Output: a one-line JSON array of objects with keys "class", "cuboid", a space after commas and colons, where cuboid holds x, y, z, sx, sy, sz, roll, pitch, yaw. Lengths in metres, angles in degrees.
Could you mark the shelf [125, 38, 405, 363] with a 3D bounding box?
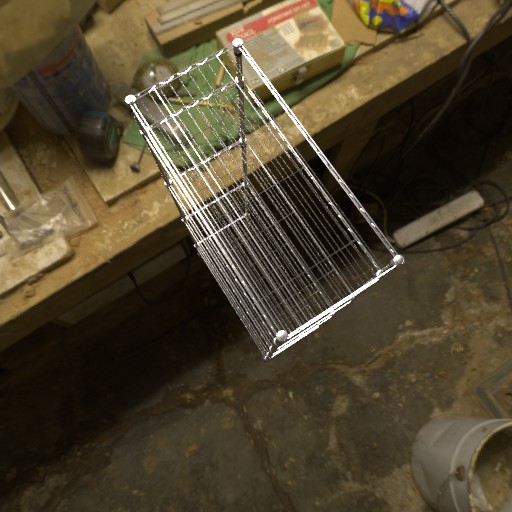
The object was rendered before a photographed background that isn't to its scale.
[{"class": "shelf", "cuboid": [0.000, 0.000, 1.856, 0.356, 1.587, 0.762, -31, 77, -8]}]
